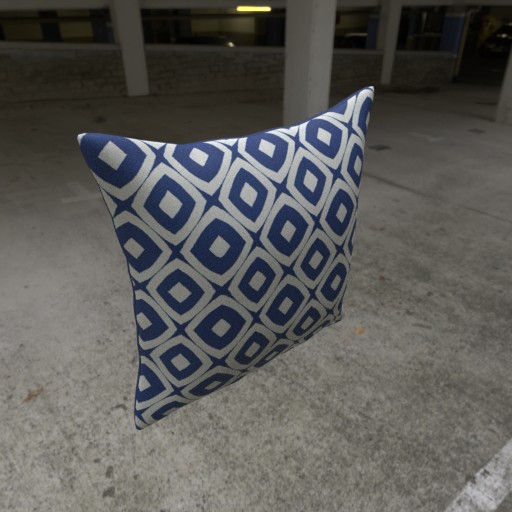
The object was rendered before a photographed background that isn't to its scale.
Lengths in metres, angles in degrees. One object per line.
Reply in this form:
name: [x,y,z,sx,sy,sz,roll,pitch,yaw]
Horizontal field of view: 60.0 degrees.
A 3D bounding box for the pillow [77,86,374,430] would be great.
pillow: [0.000,0.000,0.749,0.504,0.494,0.188,-21,36,-32]
